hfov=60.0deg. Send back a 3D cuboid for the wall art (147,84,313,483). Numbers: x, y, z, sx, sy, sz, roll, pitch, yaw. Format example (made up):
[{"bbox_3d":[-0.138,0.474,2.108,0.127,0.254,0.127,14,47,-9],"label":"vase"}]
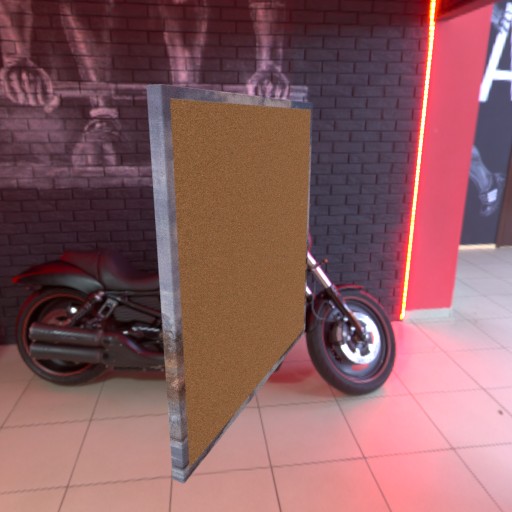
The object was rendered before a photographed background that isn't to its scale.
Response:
[{"bbox_3d":[0.000,0.000,1.506,0.040,1.020,1.010,8,18,24],"label":"wall art"}]
